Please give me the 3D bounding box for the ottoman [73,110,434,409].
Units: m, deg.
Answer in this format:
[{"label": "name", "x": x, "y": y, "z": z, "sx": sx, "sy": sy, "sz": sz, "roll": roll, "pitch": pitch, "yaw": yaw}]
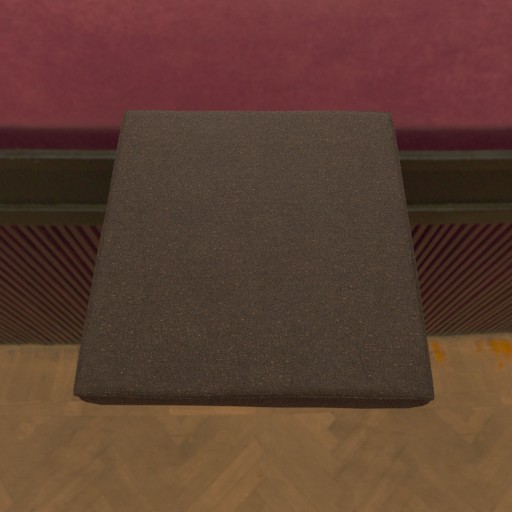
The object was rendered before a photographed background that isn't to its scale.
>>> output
[{"label": "ottoman", "x": 0.000, "y": 0.000, "z": 1.530, "sx": 0.968, "sy": 0.382, "sz": 1.004, "roll": 1, "pitch": 64, "yaw": 0}]
